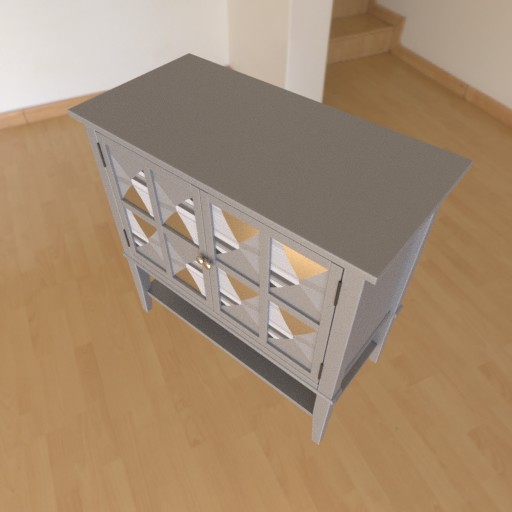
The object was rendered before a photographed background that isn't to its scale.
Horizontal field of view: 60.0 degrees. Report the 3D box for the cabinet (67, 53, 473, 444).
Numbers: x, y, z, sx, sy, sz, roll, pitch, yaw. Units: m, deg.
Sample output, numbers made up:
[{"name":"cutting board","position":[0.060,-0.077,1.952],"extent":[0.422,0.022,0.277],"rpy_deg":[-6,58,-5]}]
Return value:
[{"name":"cabinet","position":[0.000,0.000,1.240],"extent":[0.801,0.780,0.396],"rpy_deg":[31,54,25]}]
